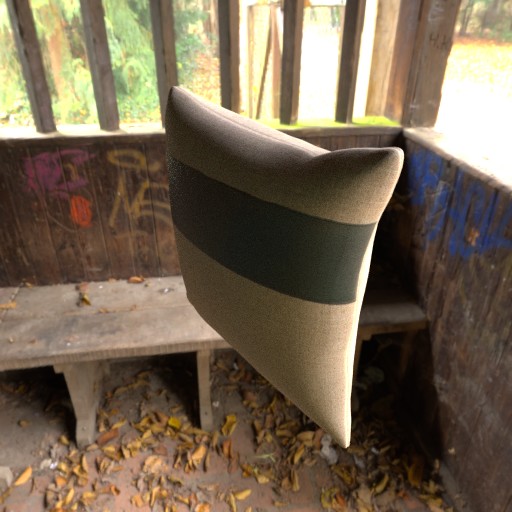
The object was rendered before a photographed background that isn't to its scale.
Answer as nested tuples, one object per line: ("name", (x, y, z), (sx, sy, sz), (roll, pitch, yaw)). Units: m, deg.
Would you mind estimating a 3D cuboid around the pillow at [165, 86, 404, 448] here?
("pillow", (0.000, 0.000, 0.620), (0.173, 0.399, 0.414), (-21, 36, -31))
